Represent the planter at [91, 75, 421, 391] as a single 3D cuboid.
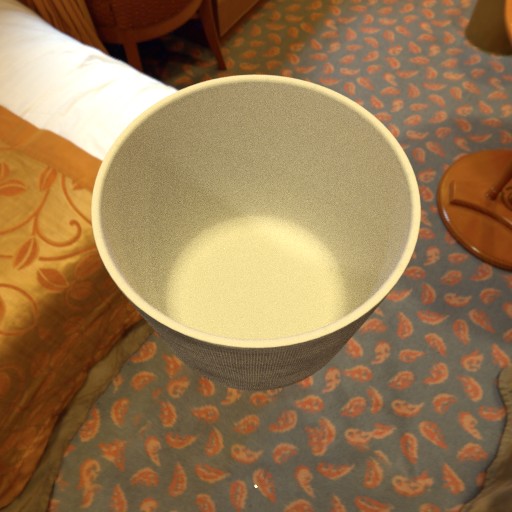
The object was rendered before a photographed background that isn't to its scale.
[{"bbox_3d":[0.000,0.000,0.774,0.440,0.398,0.440,0,63,0],"label":"planter"}]
